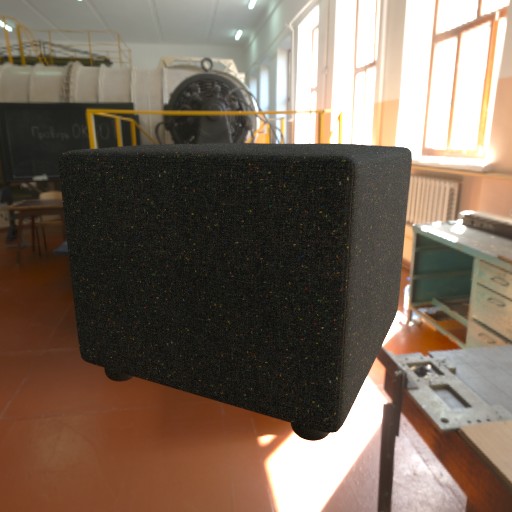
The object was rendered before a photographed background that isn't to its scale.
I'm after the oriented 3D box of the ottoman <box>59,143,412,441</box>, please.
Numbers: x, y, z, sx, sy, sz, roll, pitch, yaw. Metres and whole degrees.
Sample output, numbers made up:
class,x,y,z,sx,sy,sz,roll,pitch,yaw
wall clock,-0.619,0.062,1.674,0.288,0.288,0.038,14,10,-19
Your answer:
class,x,y,z,sx,sy,sz,roll,pitch,yaw
ottoman,0.000,0.000,0.879,0.508,0.432,0.508,7,17,25
